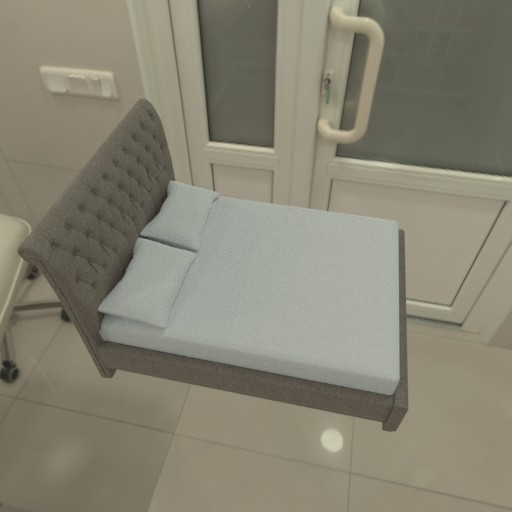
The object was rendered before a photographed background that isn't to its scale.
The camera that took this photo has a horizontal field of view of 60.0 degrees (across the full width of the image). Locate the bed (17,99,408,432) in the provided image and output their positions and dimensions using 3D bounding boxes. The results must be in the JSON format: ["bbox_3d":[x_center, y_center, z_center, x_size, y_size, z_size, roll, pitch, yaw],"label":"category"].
[{"bbox_3d":[0.000,0.000,3.200,2.252,1.371,1.645,9,47,8],"label":"bed"}]
